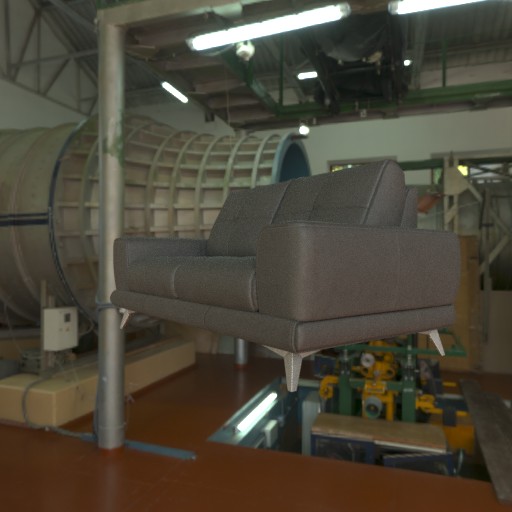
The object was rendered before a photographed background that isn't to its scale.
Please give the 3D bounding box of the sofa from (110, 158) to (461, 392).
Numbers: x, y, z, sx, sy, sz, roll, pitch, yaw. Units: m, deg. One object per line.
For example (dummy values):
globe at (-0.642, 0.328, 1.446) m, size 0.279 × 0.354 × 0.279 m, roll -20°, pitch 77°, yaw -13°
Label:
sofa at (0.000, 0.000, 2.401) m, size 1.018 × 0.907 × 1.806 m, roll 0°, pitch 0°, yaw -37°
